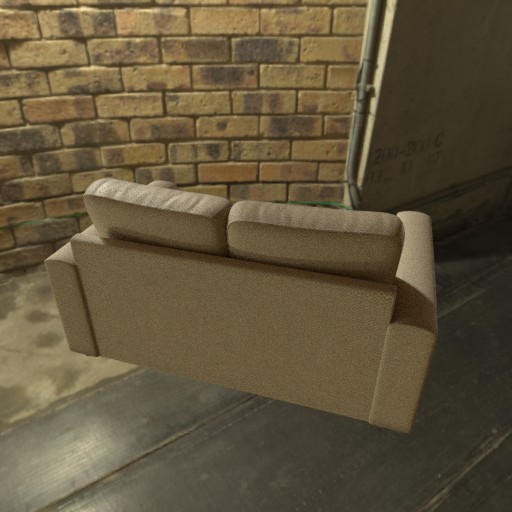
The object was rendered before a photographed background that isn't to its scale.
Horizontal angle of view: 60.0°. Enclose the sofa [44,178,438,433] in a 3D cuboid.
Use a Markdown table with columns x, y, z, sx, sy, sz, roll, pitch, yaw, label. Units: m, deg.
| x | y | z | sx | sy | sz | roll | pitch | yaw | label |
| --- | --- | --- | --- | --- | --- | --- | --- | --- | --- |
| 0.000 | 0.000 | 2.178 | 1.616 | 0.873 | 1.016 | 9 | 32 | 15 | sofa |
